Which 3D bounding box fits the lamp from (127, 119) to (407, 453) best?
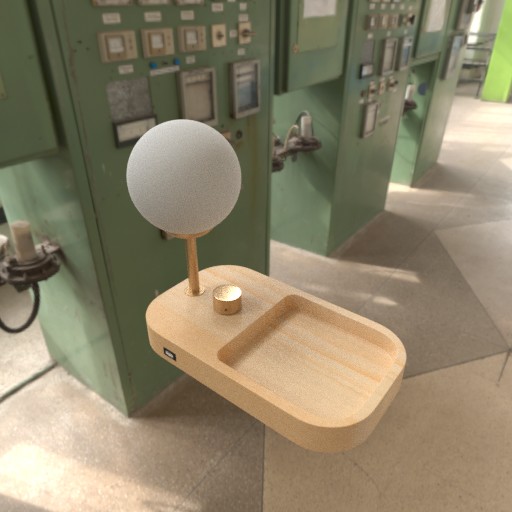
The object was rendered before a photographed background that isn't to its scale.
[{"bbox_3d":[0.000,0.000,0.473,0.331,0.253,0.173,22,37,32],"label":"lamp"}]
